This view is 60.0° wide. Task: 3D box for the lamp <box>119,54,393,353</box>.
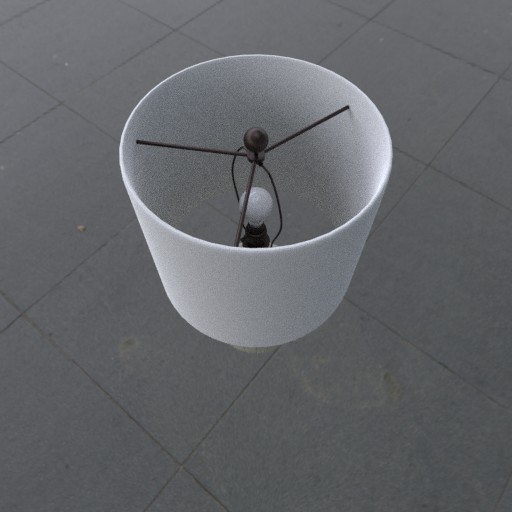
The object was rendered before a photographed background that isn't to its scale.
[{"bbox_3d":[0.000,0.000,0.768,0.329,0.570,0.329,-32,64,-18],"label":"lamp"}]
